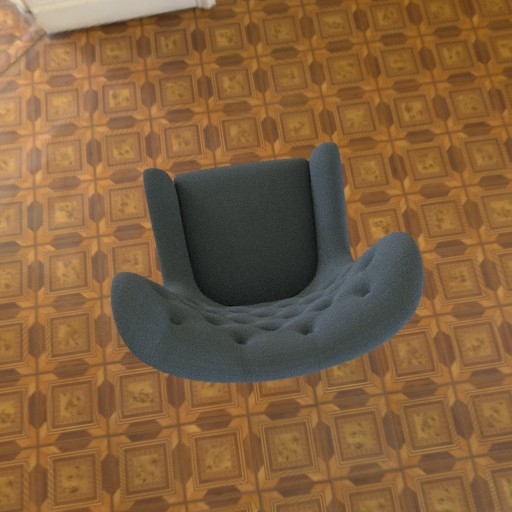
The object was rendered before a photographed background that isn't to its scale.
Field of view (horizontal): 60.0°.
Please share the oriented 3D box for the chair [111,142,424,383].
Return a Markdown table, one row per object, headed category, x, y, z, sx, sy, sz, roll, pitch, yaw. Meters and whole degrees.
| category | x | y | z | sx | sy | sz | roll | pitch | yaw |
| --- | --- | --- | --- | --- | --- | --- | --- | --- | --- |
| chair | 0.000 | 0.000 | 1.717 | 0.831 | 1.079 | 0.930 | -8 | 75 | -2 |
